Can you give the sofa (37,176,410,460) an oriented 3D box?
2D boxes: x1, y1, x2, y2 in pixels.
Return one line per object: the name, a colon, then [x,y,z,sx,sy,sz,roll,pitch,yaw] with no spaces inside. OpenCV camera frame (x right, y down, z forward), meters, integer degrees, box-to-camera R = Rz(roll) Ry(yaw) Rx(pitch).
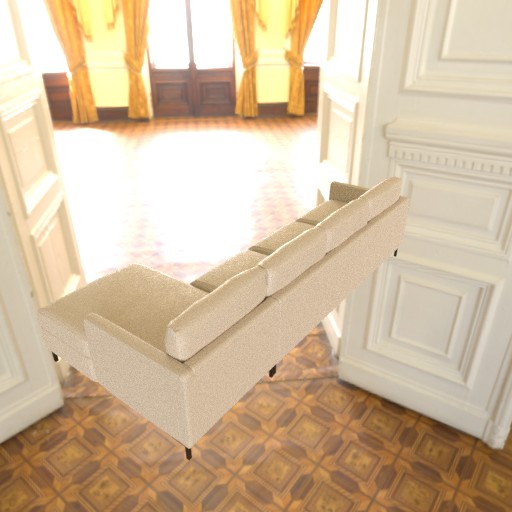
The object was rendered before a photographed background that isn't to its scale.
sofa: [0.000,0.000,3.242,1.258,0.755,2.731,20,35,32]
